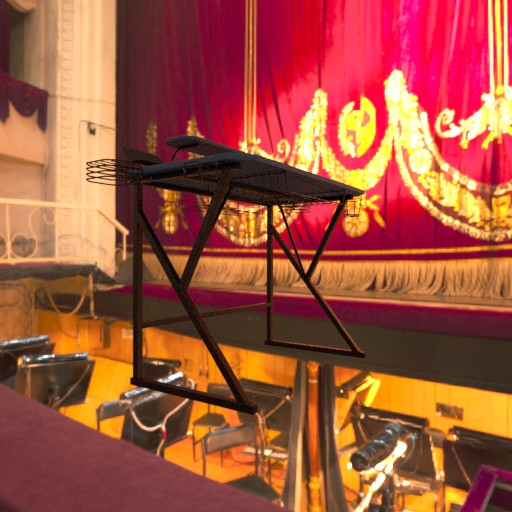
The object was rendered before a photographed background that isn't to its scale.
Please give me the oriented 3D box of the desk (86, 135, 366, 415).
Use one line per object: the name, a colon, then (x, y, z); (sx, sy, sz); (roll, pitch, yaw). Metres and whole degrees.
desk: (0.000, 0.000, 1.797); (0.594, 0.909, 1.295); (0, 0, 35)
